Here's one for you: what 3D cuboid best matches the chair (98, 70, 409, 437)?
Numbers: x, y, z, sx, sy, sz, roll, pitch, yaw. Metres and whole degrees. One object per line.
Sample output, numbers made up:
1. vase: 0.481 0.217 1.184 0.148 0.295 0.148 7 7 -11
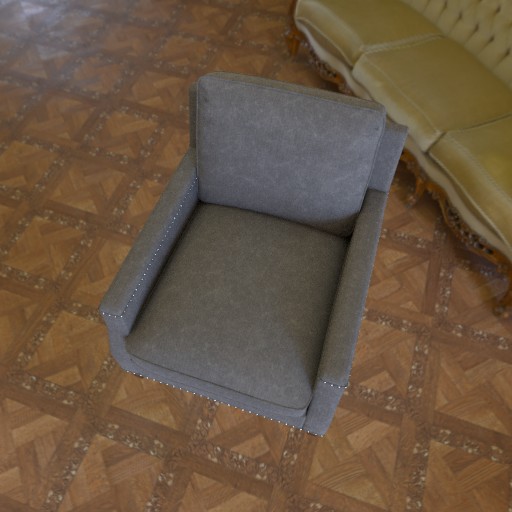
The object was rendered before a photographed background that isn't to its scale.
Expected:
1. chair: 0.000 0.000 1.686 0.853 0.948 1.014 15 58 10
